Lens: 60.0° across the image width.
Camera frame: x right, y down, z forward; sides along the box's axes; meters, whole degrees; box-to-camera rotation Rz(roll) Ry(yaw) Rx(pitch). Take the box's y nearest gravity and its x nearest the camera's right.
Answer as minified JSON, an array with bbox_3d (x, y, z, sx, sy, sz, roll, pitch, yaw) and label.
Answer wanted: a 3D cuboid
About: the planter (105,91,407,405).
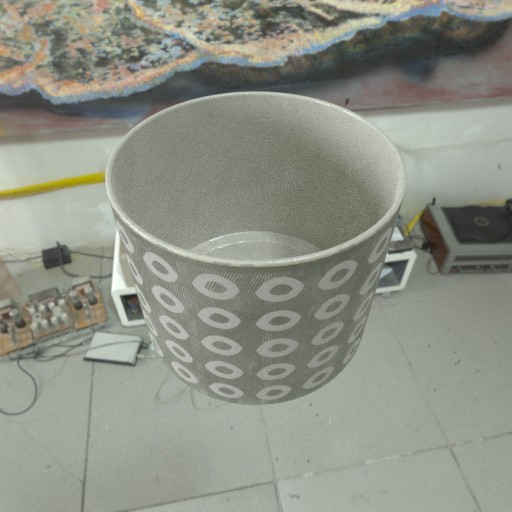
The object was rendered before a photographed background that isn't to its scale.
[{"bbox_3d":[0.000,0.000,0.461,0.250,0.239,0.250,0,45,0],"label":"planter"}]
